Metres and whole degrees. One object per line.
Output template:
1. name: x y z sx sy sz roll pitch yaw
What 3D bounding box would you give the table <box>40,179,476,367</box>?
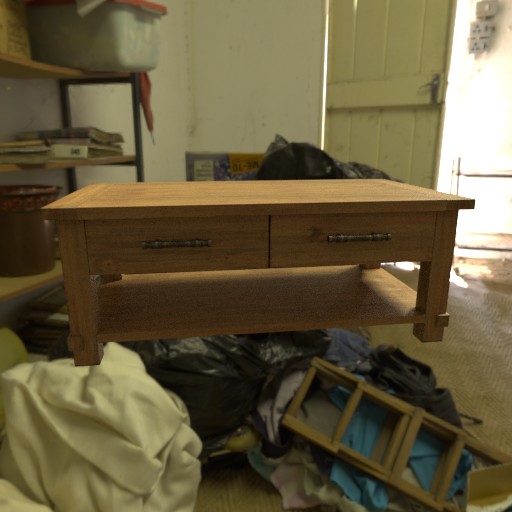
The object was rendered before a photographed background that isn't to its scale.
1. table: 0.000 0.000 1.659 1.270 0.494 0.693 -2 15 -8
